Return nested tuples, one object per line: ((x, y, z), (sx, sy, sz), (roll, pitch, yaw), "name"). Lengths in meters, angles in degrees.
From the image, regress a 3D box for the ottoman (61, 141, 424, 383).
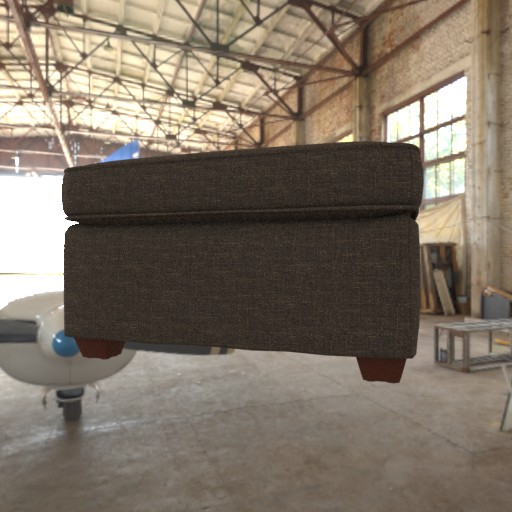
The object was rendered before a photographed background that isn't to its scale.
((0.000, 0.000, 1.081), (0.749, 0.450, 0.549), (0, 0, 18), "ottoman")
